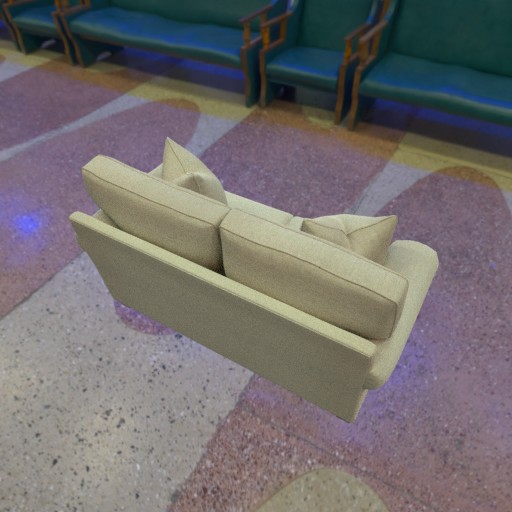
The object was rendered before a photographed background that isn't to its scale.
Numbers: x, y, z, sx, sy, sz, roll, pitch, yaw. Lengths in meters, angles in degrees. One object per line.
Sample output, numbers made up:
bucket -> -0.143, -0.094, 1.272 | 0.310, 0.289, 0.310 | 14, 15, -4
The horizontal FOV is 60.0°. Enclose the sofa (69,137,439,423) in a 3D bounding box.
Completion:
sofa -> 0.000, 0.000, 2.343 | 1.701, 0.966, 0.966 | 23, 49, 21
